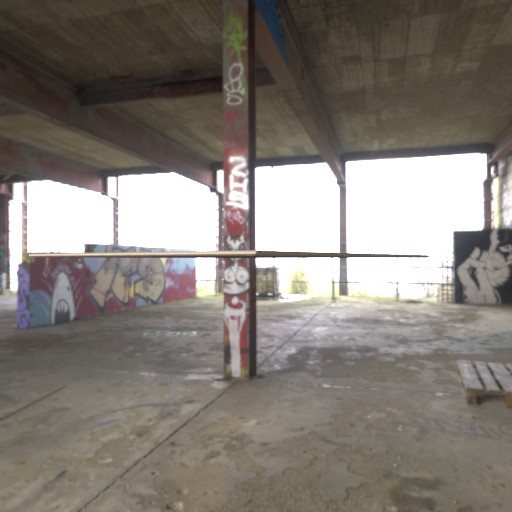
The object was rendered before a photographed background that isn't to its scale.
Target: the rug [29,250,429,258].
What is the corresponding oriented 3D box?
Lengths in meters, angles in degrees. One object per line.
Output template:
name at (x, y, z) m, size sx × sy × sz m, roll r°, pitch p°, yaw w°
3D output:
rug at (0.000, 0.000, 2.750) m, size 1.525 × 0.020 × 2.081 m, roll 0°, pitch -1°, yaw 36°
